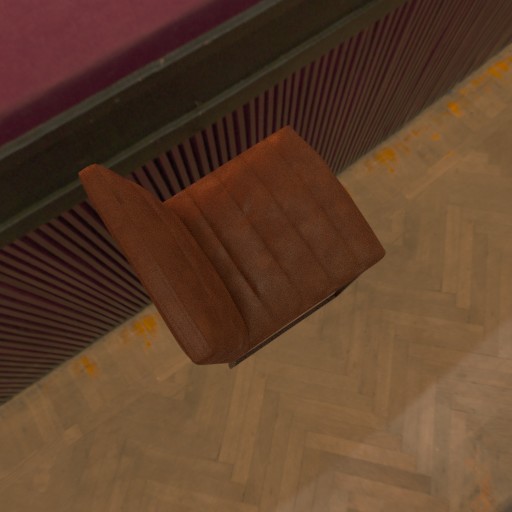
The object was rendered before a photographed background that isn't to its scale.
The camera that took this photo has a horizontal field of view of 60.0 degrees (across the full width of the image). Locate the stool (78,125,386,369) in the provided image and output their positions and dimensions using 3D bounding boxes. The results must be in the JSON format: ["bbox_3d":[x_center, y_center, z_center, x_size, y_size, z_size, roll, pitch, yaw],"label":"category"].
[{"bbox_3d":[0.000,0.000,1.348,0.562,1.065,0.463,-33,78,-8],"label":"stool"}]
